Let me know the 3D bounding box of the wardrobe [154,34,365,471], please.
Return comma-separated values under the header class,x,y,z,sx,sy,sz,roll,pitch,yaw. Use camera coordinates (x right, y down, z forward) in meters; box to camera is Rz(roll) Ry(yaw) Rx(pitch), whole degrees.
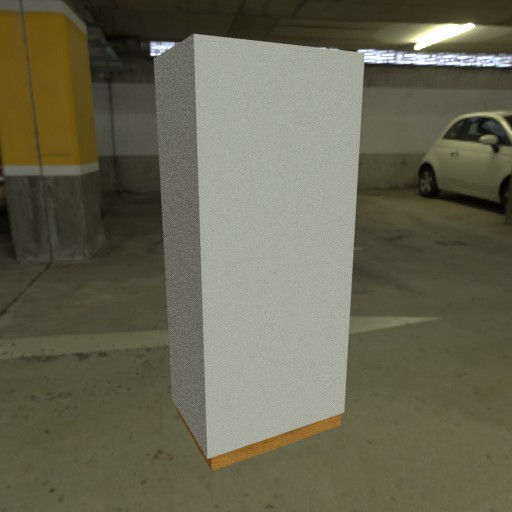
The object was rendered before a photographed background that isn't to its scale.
class,x,y,z,sx,sy,sz,roll,pitch,yaw
wardrobe,0.000,0.000,2.443,0.860,2.040,0.600,-7,16,-26
